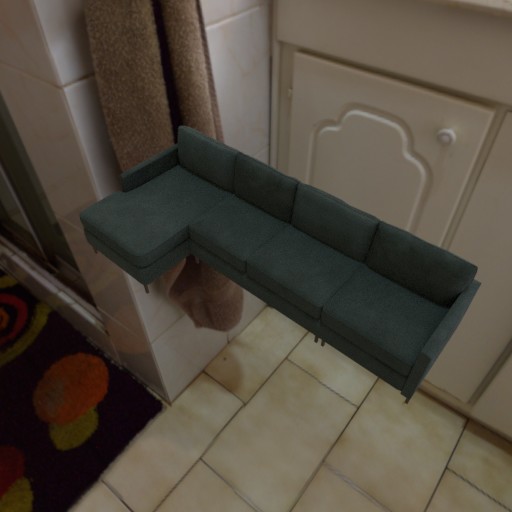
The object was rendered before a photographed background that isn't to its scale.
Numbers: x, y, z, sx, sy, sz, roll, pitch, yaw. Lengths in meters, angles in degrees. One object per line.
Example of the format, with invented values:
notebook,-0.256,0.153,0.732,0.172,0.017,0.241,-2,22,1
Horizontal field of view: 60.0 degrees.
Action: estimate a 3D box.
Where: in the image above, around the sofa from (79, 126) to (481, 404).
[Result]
sofa,0.000,0.000,4.015,3.400,0.967,1.500,31,53,27
